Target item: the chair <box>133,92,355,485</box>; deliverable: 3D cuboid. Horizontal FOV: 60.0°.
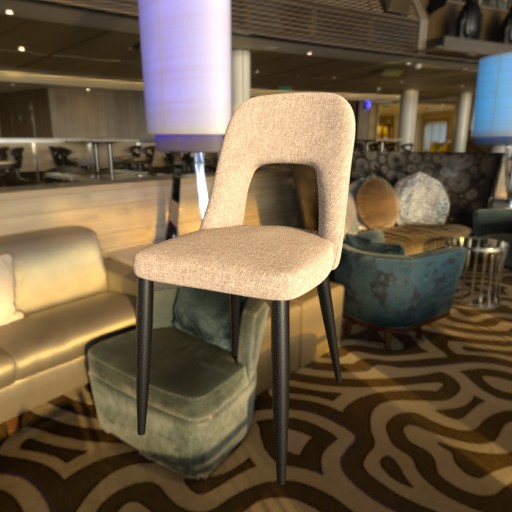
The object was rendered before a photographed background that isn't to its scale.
[{"bbox_3d":[0.000,0.000,1.272,0.470,0.931,0.612,7,16,25],"label":"chair"}]
